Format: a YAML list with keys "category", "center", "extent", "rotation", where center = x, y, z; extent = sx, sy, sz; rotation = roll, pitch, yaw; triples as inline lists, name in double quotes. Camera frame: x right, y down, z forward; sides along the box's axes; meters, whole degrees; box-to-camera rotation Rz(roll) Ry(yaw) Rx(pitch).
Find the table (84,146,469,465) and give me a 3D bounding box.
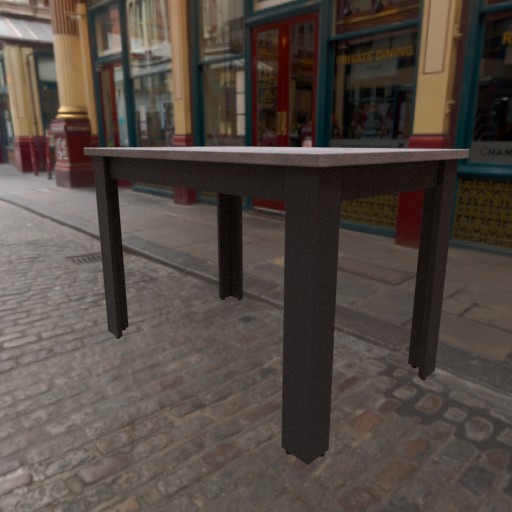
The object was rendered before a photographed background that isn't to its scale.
- category: "table"
  center: [0.000, 0.000, 1.558]
  extent: [0.700, 0.734, 1.100]
  rotation: [-13, 19, -42]
